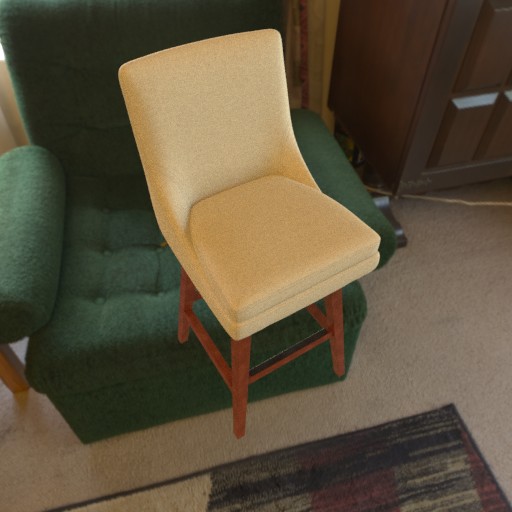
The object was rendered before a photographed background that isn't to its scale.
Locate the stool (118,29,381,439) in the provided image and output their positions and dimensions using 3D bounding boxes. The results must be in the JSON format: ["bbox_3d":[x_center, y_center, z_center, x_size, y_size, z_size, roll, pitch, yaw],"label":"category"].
[{"bbox_3d":[0.000,0.000,1.349,0.470,1.092,0.559,-24,51,-21],"label":"stool"}]
